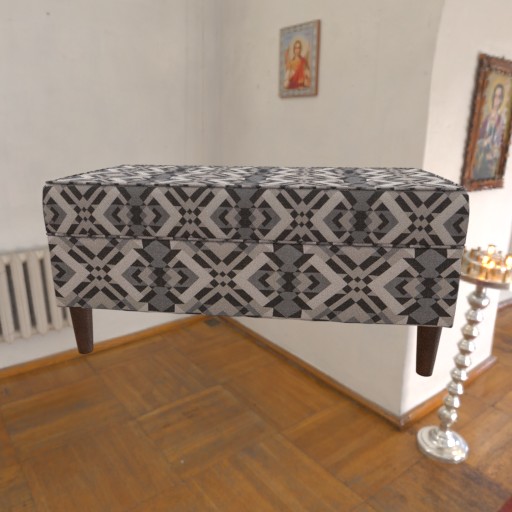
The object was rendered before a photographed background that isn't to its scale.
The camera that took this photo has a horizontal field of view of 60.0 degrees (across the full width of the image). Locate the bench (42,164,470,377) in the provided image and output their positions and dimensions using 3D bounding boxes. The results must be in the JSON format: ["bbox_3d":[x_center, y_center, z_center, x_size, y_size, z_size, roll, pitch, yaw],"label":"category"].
[{"bbox_3d":[0.000,0.000,1.297,1.016,0.477,0.492,2,17,7],"label":"bench"}]
